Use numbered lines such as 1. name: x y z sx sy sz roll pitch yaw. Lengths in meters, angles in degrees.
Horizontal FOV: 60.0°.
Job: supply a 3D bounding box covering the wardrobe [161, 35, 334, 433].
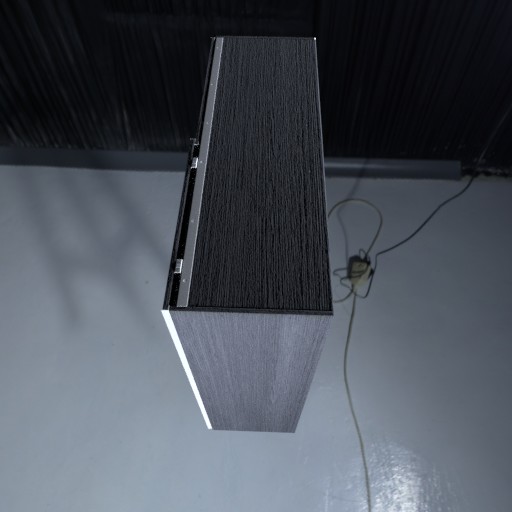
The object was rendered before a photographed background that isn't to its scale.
1. wardrobe: 0.000 0.000 2.908 0.629 1.960 1.780 2 57 1
